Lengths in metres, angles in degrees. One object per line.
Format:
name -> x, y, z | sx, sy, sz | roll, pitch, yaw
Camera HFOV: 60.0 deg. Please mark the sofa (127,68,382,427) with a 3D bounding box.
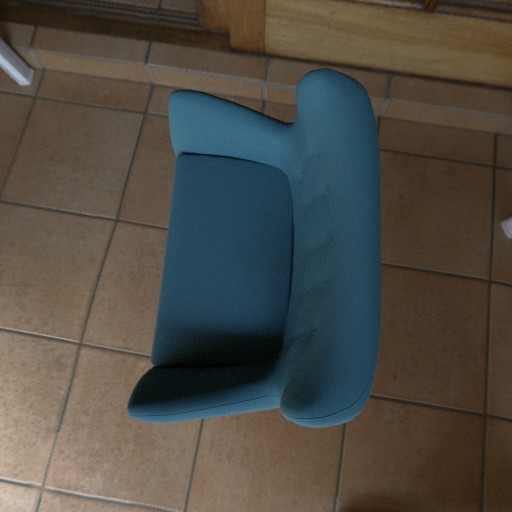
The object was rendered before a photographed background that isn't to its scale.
sofa -> 0.000, 0.000, 1.943 | 0.889, 0.889, 1.397 | 4, 75, 1
